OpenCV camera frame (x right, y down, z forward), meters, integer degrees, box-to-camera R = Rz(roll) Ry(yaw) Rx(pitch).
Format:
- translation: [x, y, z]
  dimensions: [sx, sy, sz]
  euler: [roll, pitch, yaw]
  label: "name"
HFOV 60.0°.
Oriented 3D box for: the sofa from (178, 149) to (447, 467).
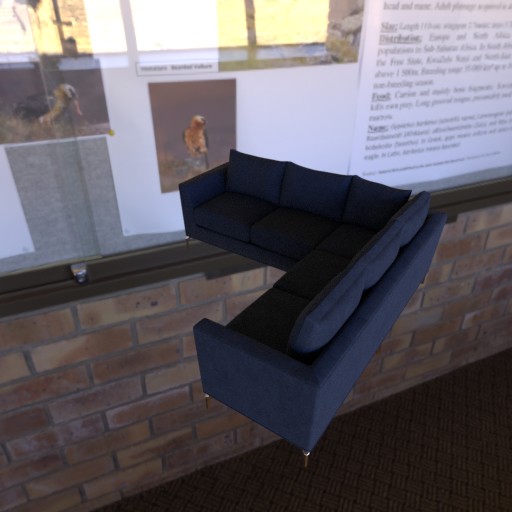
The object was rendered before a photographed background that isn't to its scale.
- translation: [0.000, 0.000, 3.813]
  dimensions: [2.472, 0.988, 2.463]
  euler: [20, 36, 29]
  label: "sofa"
